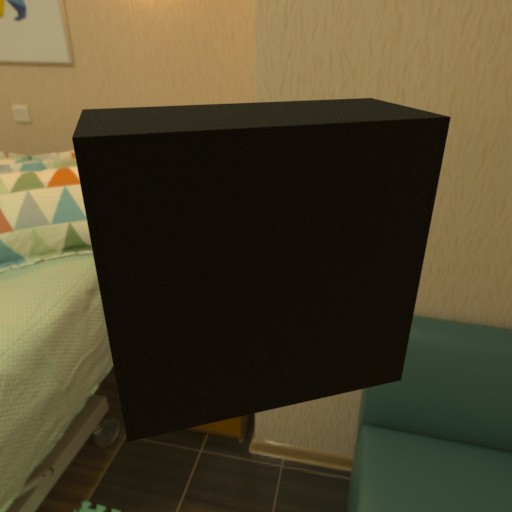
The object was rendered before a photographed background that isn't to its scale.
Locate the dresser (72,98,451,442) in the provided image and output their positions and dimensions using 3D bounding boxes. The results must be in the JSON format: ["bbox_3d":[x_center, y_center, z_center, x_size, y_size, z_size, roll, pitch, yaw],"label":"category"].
[{"bbox_3d":[0.000,0.000,1.153,0.750,0.720,0.360,-7,27,-15],"label":"dresser"}]
